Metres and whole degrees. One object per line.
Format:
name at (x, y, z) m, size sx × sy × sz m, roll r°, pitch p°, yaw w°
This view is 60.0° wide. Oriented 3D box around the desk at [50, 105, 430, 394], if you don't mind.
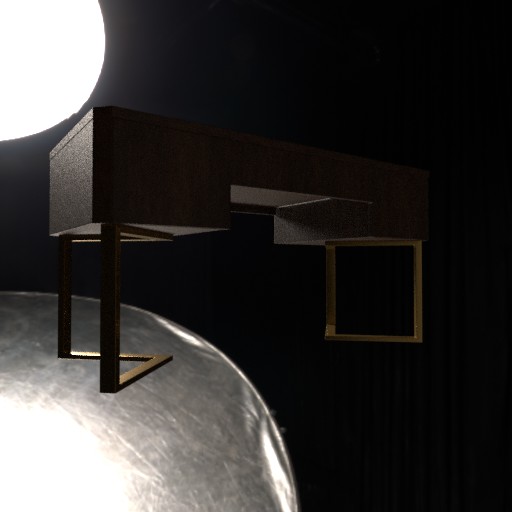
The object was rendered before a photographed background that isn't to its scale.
desk at (0.000, 0.000, 1.838) m, size 1.479 × 0.762 × 0.684 m, roll 1°, pitch -1°, yaw -35°
